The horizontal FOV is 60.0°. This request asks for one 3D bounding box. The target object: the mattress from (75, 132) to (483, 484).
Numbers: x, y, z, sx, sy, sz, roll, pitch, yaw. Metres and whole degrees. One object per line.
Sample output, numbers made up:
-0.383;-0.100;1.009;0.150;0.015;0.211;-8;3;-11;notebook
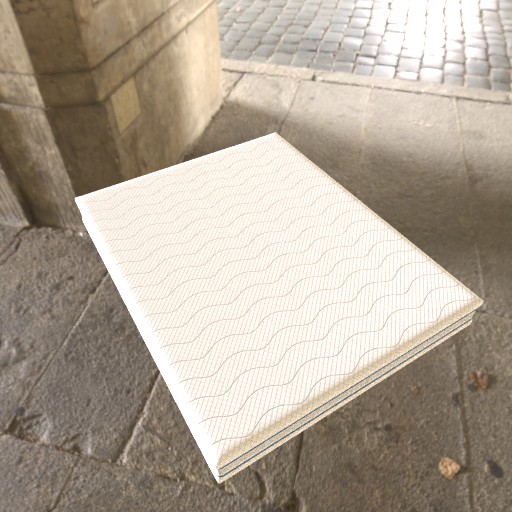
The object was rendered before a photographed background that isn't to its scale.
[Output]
0.000;0.000;2.712;1.600;0.230;2.000;-24;50;-21;mattress
